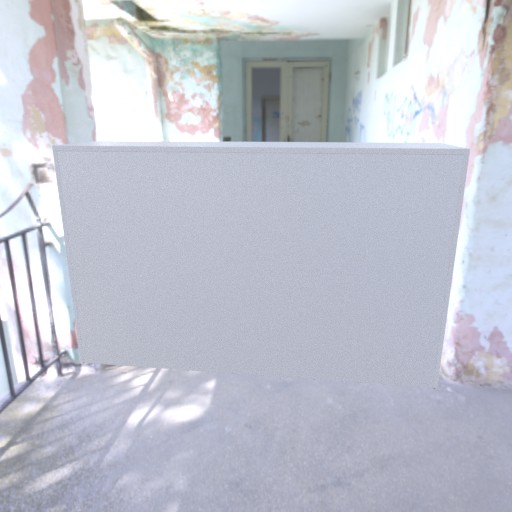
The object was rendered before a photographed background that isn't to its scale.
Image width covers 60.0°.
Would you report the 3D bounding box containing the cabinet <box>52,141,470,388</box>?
[{"bbox_3d":[0.000,0.000,1.838,1.450,0.900,0.380,2,17,7],"label":"cabinet"}]
